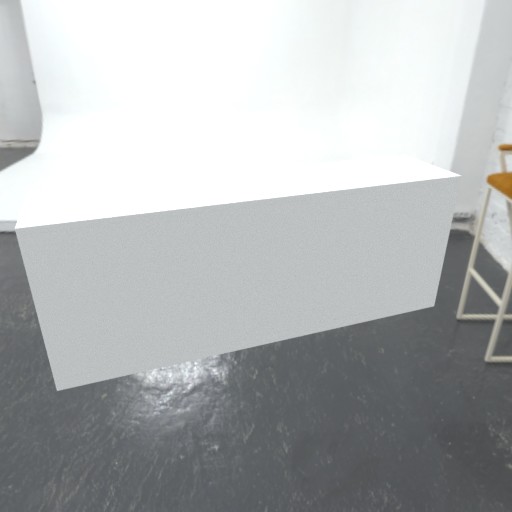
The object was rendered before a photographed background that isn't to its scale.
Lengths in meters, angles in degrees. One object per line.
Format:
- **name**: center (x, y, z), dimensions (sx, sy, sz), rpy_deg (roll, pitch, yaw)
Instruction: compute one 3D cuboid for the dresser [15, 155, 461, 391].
- **dresser**: center (0.000, 0.000, 2.477), dimensions (2.200, 0.840, 0.500), rpy_deg (-9, 28, -18)
